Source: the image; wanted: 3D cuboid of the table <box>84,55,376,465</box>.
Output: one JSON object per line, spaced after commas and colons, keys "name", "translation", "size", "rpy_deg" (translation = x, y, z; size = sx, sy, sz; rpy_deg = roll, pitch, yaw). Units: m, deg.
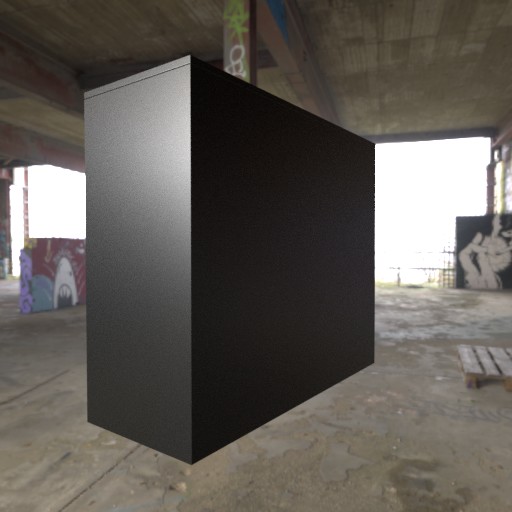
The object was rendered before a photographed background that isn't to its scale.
{"name": "table", "translation": [0.000, 0.000, 1.339], "size": [0.380, 0.790, 0.930], "rpy_deg": [1, 2, 37]}
